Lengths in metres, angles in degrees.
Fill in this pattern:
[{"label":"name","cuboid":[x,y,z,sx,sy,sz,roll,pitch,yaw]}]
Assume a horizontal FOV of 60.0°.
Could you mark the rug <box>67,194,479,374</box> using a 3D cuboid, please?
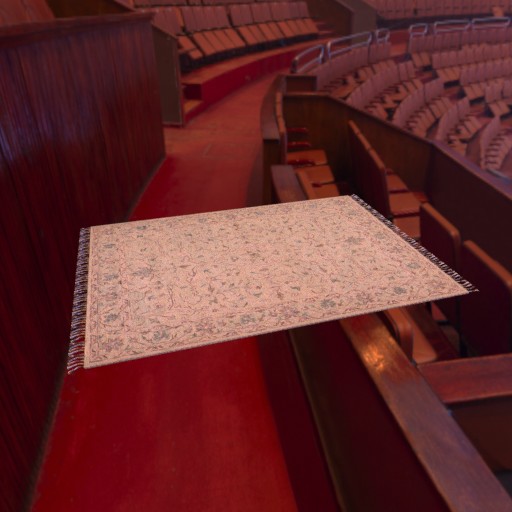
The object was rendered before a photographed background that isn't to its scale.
[{"label":"rug","cuboid":[0.000,0.000,2.338,1.802,0.008,1.247,-9,31,-14]}]
